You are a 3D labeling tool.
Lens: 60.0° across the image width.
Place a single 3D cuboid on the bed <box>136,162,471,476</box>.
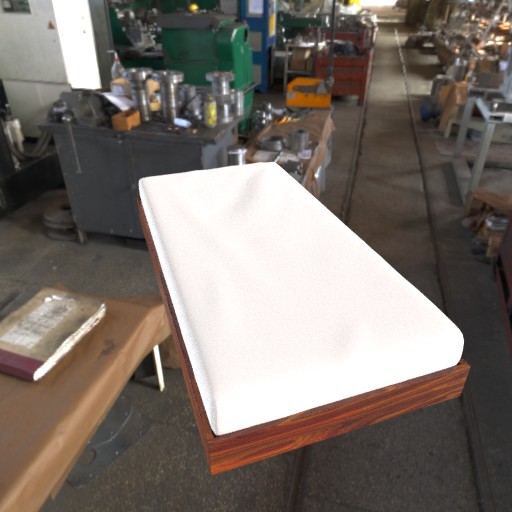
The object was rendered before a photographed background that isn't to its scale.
[{"bbox_3d":[0.000,0.000,2.160,0.940,0.312,1.860,-10,33,-16],"label":"bed"}]
